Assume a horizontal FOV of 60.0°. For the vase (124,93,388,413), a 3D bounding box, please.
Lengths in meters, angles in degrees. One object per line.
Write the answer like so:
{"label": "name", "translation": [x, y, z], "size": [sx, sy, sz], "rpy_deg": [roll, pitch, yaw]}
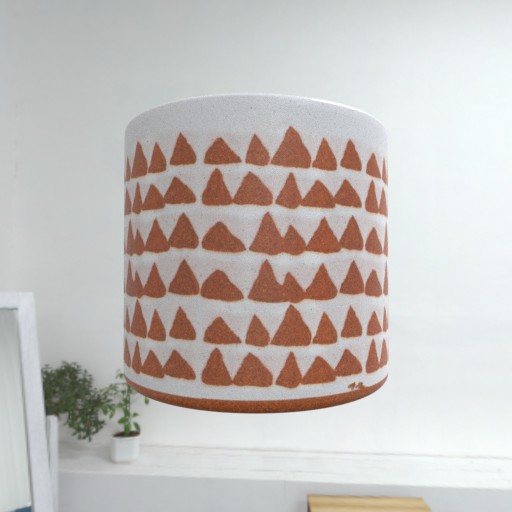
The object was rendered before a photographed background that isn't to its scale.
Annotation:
{"label": "vase", "translation": [0.000, 0.000, 0.240], "size": [0.137, 0.127, 0.137], "rpy_deg": [0, -1, 0]}
